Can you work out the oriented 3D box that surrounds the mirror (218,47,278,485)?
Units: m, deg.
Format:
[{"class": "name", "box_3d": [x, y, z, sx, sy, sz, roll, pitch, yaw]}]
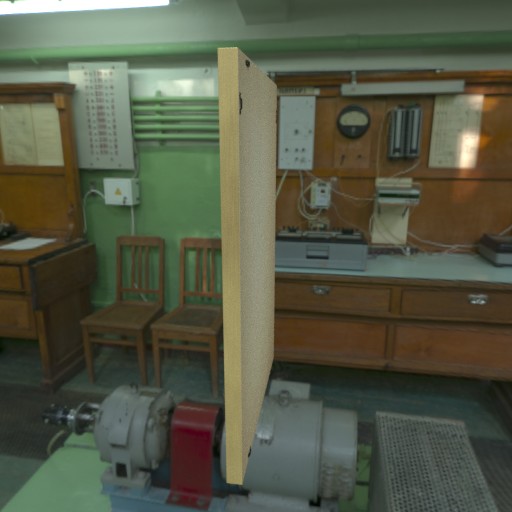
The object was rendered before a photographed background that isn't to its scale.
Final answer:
[{"class": "mirror", "box_3d": [0.000, 0.000, 1.181, 0.041, 0.915, 0.609, 2, 15, 9]}]
